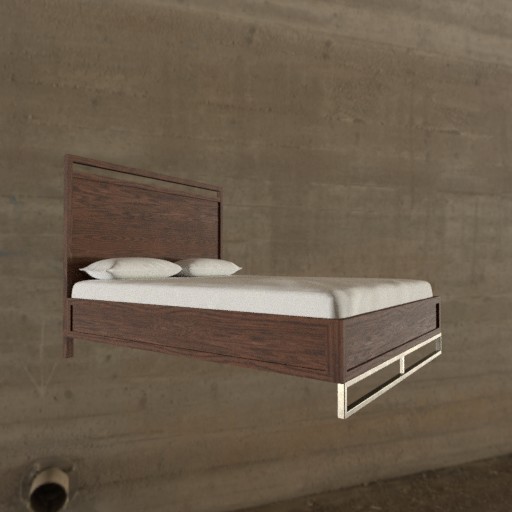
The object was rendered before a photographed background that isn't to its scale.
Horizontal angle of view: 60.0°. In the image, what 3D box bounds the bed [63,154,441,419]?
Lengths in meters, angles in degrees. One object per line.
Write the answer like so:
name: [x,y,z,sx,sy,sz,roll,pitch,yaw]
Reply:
bed: [0.000,0.000,3.322,2.218,1.487,1.765,-1,-1,36]
